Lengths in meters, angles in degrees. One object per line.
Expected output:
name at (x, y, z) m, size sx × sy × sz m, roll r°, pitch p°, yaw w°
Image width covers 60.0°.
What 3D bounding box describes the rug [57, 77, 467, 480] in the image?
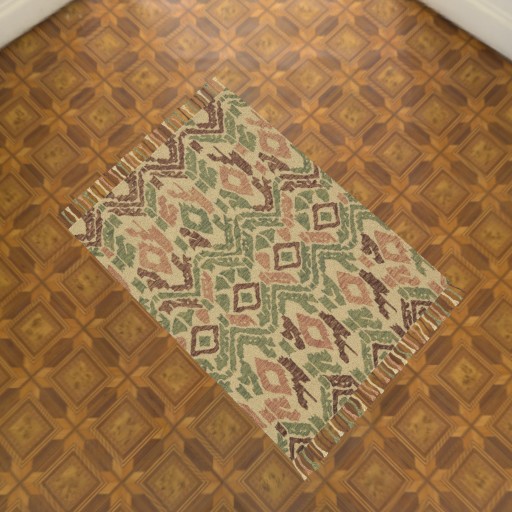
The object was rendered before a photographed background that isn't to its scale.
rug at (0.000, 0.000, 2.300) m, size 1.829 × 0.010 × 1.219 m, roll 43°, pitch 80°, yaw 9°
